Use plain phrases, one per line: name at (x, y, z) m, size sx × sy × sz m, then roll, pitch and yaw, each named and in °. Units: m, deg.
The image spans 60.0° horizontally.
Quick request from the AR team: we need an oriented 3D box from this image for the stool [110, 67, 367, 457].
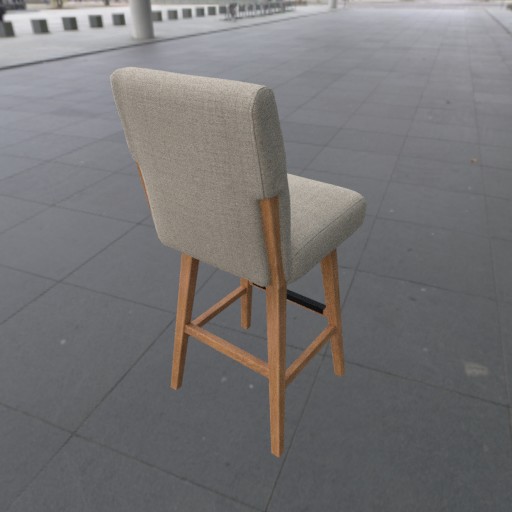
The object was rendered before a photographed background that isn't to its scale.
stool at (0.000, 0.000, 1.361) m, size 0.483 × 1.106 × 0.569 m, roll 21°, pitch 37°, yaw 31°
